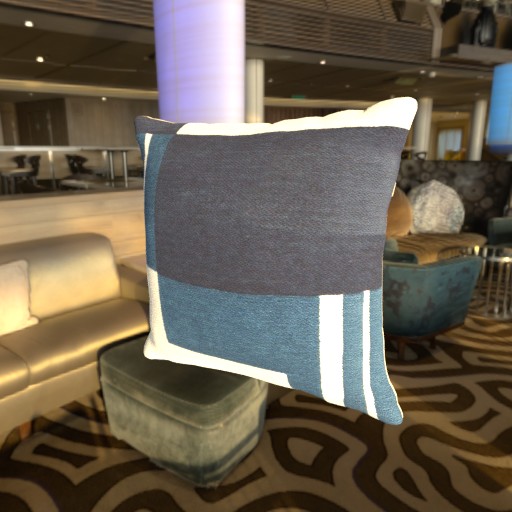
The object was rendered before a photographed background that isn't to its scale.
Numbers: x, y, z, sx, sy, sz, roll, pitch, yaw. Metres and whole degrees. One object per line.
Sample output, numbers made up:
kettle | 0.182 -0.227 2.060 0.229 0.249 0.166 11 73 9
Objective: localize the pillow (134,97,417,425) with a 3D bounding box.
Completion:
pillow | 0.000 0.000 0.781 0.536 0.506 0.229 7 15 27
